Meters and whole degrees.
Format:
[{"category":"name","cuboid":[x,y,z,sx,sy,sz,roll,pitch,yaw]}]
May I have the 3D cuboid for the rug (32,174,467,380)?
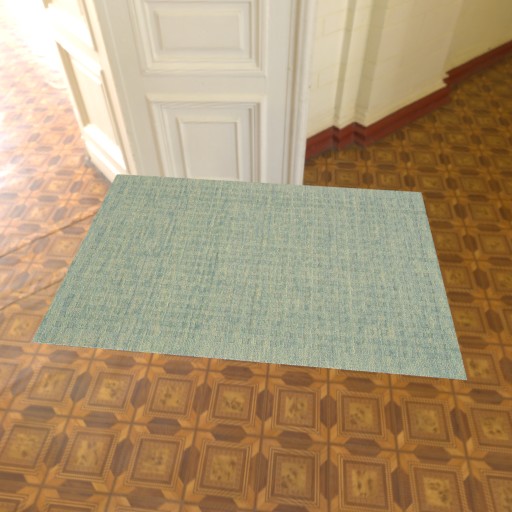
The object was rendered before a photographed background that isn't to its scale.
[{"category":"rug","cuboid":[0.000,0.000,2.161,1.752,0.006,1.142,4,47,4]}]
